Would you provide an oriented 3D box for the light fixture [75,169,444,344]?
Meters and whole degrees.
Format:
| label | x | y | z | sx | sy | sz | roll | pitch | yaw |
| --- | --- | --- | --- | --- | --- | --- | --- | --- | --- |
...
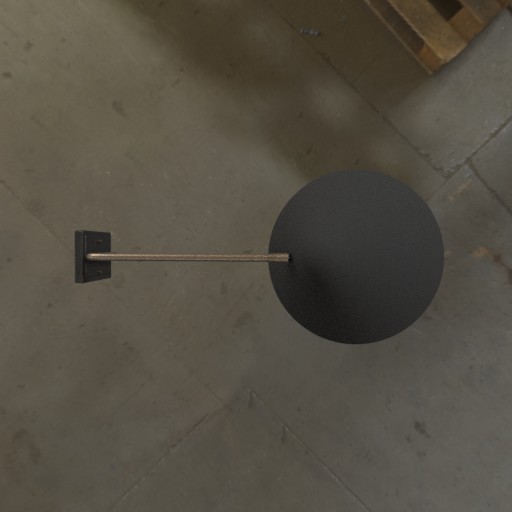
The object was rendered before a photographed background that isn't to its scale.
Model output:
| label | x | y | z | sx | sy | sz | roll | pitch | yaw |
| --- | --- | --- | --- | --- | --- | --- | --- | --- | --- |
| light fixture | 0.000 | 0.000 | 0.691 | 0.516 | 0.312 | 0.240 | 0 | 91 | 1 |
